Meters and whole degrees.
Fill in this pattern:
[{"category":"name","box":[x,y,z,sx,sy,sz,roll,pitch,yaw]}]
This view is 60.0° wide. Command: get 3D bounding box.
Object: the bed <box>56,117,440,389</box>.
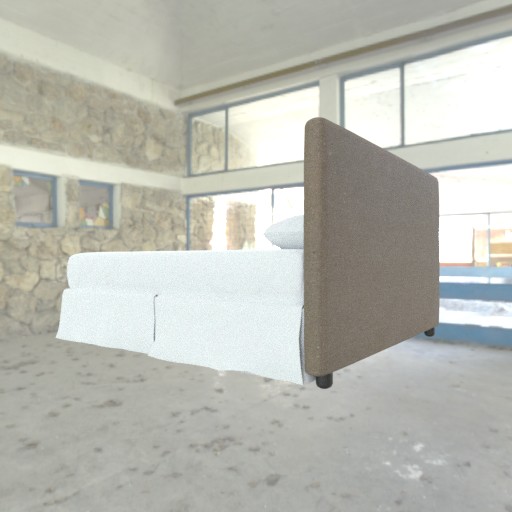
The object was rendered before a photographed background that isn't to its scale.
[{"category":"bed","box":[0.000,0.000,3.567,2.341,1.317,2.119,0,0,37]}]
